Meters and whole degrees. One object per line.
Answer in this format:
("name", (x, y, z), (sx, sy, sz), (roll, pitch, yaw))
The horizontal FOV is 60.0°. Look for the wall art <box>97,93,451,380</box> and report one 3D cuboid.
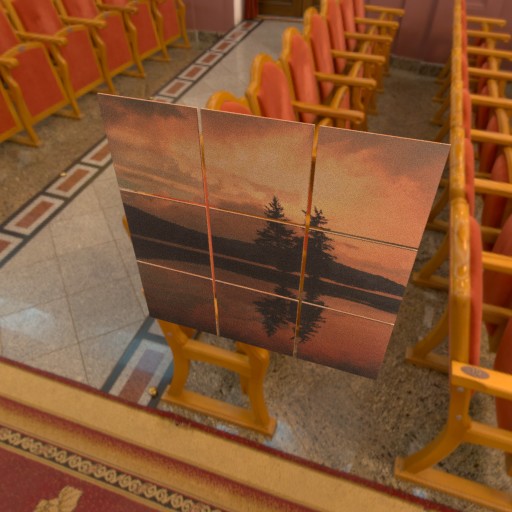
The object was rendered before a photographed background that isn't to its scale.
("wall art", (0.000, 0.000, 2.322), (1.520, 1.525, 0.013), (13, 43, 14))
